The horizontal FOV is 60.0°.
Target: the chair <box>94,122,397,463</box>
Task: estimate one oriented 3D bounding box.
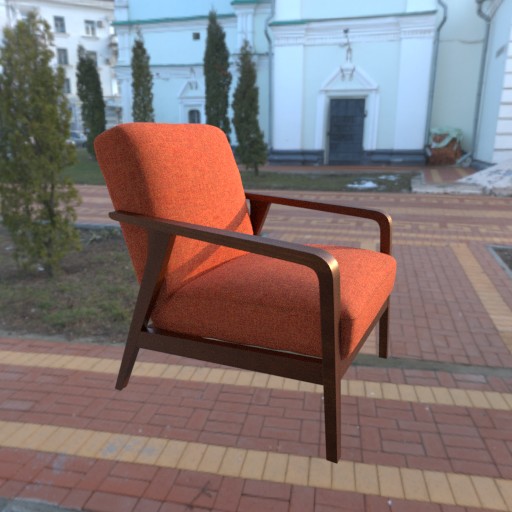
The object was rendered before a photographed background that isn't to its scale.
[{"bbox_3d":[0.000,0.000,1.533,0.860,0.890,0.719,8,17,26],"label":"chair"}]
